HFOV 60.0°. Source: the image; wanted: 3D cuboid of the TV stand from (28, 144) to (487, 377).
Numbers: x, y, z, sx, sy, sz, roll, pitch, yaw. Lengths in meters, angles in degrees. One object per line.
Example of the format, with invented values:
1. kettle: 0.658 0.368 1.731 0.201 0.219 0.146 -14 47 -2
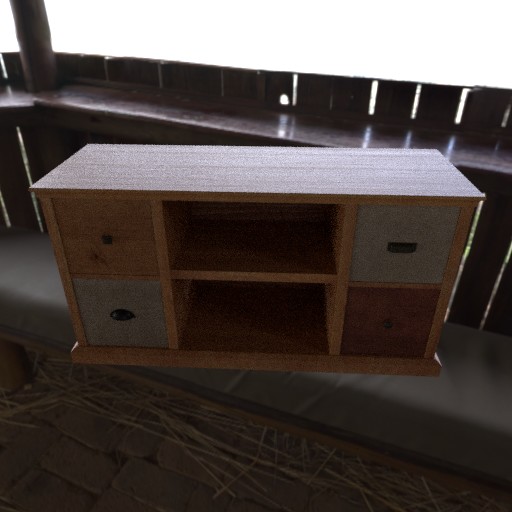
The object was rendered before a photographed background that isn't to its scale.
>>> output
1. TV stand: 0.000 0.000 1.458 1.181 0.607 0.417 2 30 3
